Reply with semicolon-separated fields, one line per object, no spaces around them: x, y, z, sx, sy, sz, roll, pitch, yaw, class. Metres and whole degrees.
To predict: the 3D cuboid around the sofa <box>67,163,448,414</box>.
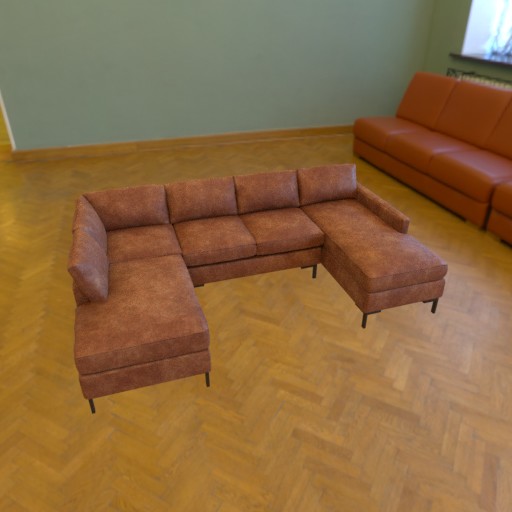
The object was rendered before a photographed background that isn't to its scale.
0.000;0.000;3.890;2.956;0.900;1.939;-9;31;-15;sofa
